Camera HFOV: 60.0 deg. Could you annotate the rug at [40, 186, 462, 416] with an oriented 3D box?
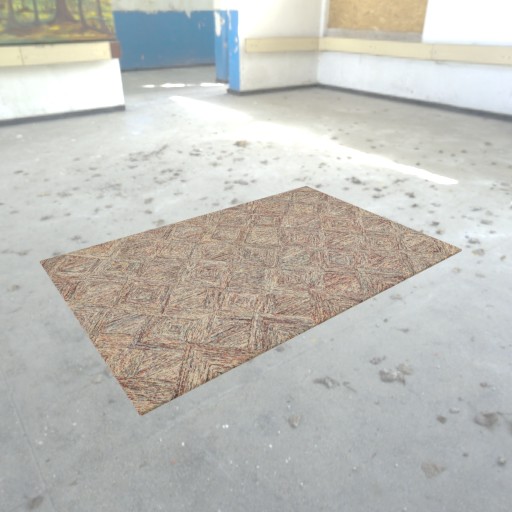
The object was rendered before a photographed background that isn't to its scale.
[{"bbox_3d":[0.000,0.000,2.875,2.285,0.019,1.523,-20,35,-32],"label":"rug"}]
